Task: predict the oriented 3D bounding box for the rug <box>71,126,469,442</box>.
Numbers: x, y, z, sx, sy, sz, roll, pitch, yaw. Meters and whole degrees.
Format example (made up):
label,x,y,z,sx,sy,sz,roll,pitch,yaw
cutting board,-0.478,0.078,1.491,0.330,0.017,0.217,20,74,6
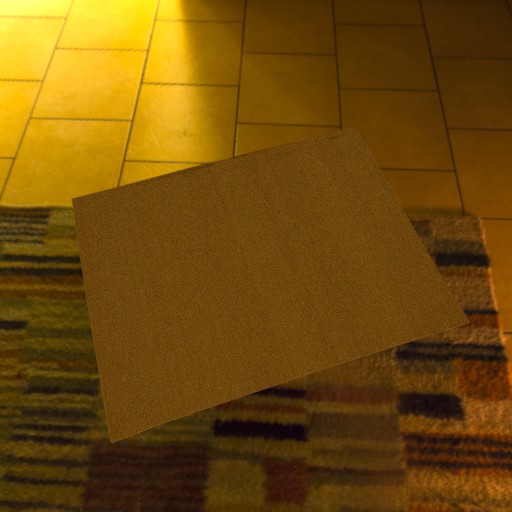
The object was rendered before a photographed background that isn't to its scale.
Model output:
label,x,y,z,sx,sy,sz,roll,pitch,yaw
rug,0.000,0.000,4.229,3.202,0.045,2.434,-16,64,-8
